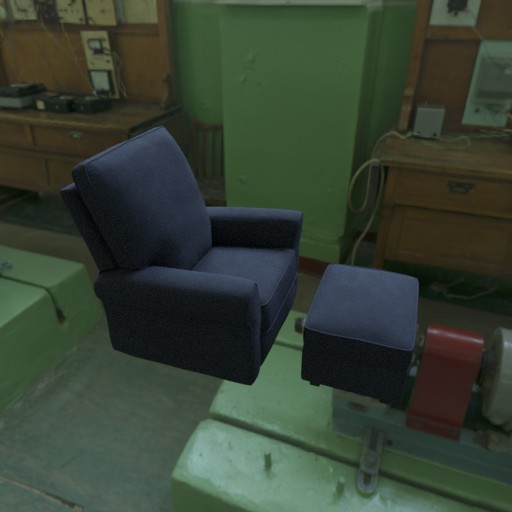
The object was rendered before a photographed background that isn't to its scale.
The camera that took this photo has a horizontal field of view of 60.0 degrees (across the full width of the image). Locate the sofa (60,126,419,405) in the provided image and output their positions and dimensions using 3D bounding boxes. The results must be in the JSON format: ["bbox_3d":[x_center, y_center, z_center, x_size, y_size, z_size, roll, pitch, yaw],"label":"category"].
[{"bbox_3d":[0.000,0.000,2.048,1.478,0.959,0.880,10,32,17],"label":"sofa"}]
